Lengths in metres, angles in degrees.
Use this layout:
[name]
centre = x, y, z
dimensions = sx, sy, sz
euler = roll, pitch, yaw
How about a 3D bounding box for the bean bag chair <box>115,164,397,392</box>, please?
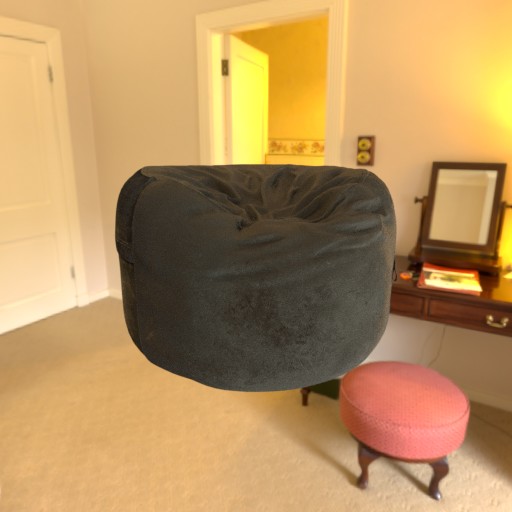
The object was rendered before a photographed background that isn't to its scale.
[bean bag chair]
centre = 0.000, 0.000, 1.532
dimensions = 0.918, 0.605, 0.918
euler = 0, 15, 0
